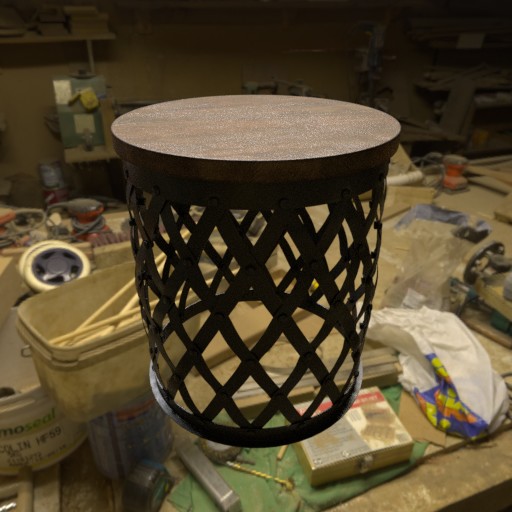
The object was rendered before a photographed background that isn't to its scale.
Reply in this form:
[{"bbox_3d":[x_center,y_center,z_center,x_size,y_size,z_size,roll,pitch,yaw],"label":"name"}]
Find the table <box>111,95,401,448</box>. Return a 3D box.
[{"bbox_3d":[0.000,0.000,0.751,0.405,0.454,0.405,0,29,0],"label":"table"}]
